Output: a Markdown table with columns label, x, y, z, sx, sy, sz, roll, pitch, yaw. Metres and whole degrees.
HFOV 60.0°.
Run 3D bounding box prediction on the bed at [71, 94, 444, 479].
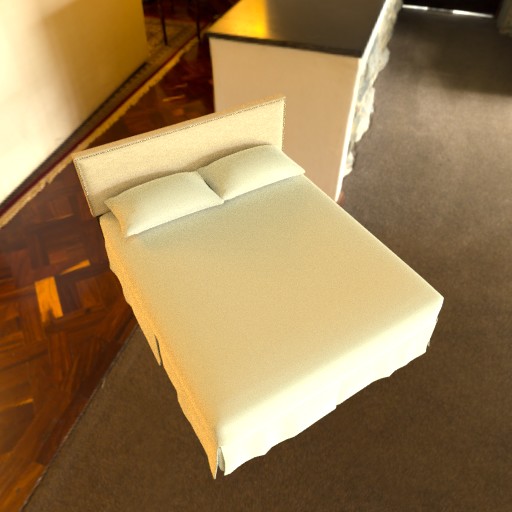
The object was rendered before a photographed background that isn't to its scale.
| label | x | y | z | sx | sy | sz | roll | pitch | yaw |
| --- | --- | --- | --- | --- | --- | --- | --- | --- | --- |
| bed | 0.000 | 0.000 | 2.852 | 1.616 | 1.016 | 1.876 | -24 | 50 | -21 |
